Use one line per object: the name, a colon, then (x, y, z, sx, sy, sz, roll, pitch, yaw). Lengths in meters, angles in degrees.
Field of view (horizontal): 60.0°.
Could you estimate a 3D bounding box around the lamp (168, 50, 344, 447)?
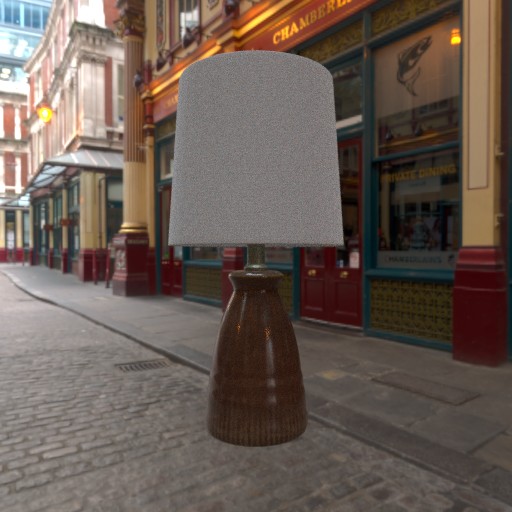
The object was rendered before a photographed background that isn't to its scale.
lamp: (0.000, 0.000, 0.480, 0.186, 0.369, 0.186, 0, 0, 0)
